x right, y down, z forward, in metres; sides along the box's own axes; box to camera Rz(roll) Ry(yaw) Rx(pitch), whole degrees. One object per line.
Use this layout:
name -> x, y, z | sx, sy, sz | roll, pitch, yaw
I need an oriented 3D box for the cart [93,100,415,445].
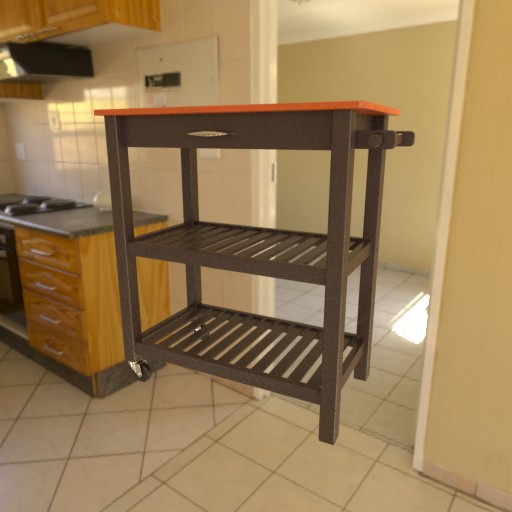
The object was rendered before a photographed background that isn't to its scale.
cart -> 0.000, 0.000, 1.477 | 0.899, 0.927, 0.457 | 8, 17, 26
